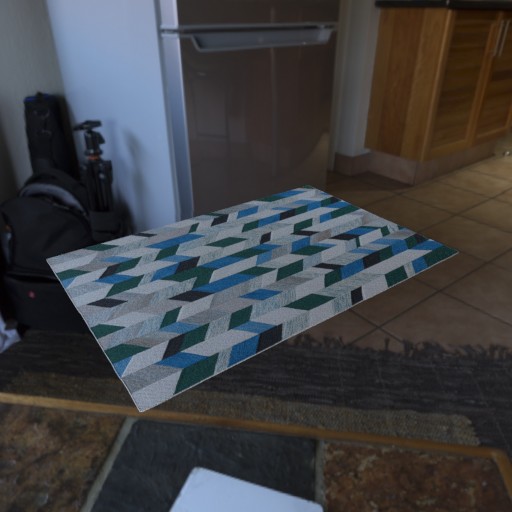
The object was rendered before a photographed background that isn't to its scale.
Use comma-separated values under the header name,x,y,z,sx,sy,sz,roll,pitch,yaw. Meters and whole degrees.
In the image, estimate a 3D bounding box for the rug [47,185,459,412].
name,x,y,z,sx,sy,sz,roll,pitch,yaw
rug,0.000,0.000,2.354,1.827,0.005,1.229,-20,36,-30
